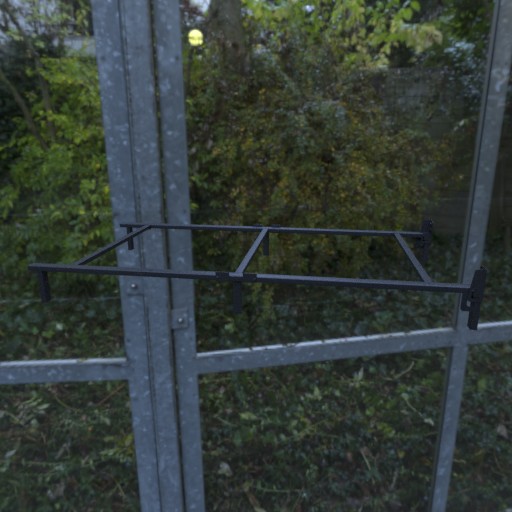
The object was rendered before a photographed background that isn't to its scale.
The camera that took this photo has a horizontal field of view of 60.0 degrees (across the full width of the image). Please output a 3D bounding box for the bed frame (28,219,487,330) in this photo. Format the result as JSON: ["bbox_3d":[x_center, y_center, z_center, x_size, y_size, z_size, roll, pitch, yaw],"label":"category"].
[{"bbox_3d":[0.000,0.000,2.284,1.897,0.248,0.968,2,16,9],"label":"bed frame"}]
